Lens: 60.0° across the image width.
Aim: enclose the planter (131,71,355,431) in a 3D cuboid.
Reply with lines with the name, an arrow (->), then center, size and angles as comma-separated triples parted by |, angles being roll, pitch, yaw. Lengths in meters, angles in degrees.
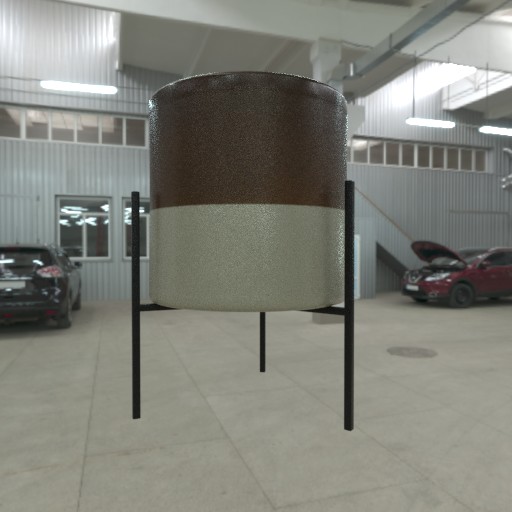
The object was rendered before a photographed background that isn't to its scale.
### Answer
planter -> 0.000, 0.000, 0.561 | 0.269, 0.375, 0.255 | 1, 1, 37
